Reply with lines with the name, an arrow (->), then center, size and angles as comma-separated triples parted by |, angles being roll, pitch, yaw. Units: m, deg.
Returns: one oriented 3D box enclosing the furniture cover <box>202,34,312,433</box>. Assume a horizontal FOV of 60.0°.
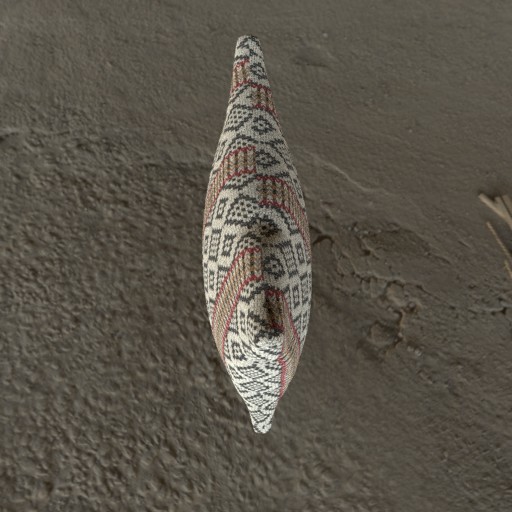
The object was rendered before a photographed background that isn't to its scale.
furniture cover -> 0.000, 0.000, 0.772 | 0.182, 0.506, 0.503 | -2, 59, -1
